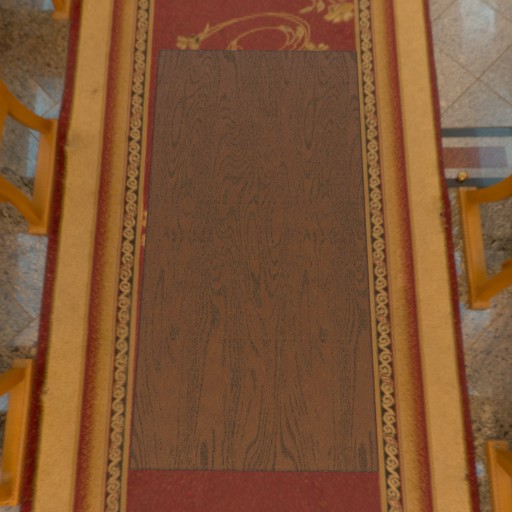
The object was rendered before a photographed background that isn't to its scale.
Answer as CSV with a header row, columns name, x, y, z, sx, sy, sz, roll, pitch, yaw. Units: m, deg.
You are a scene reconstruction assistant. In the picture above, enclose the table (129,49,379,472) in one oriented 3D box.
name,x,y,z,sx,sy,sz,roll,pitch,yaw
table,0.000,0.000,2.398,1.016,0.762,1.981,1,76,0
